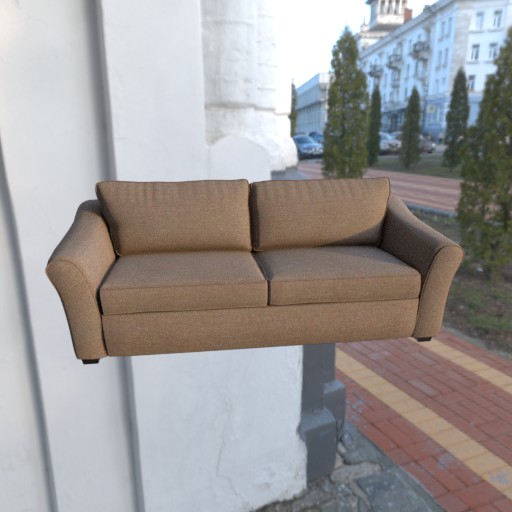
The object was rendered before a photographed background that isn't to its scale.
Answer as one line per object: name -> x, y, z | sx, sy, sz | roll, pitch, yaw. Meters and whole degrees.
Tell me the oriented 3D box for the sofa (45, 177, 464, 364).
sofa -> 0.000, 0.000, 2.775 | 2.270, 0.906, 0.986 | -2, 16, -8
